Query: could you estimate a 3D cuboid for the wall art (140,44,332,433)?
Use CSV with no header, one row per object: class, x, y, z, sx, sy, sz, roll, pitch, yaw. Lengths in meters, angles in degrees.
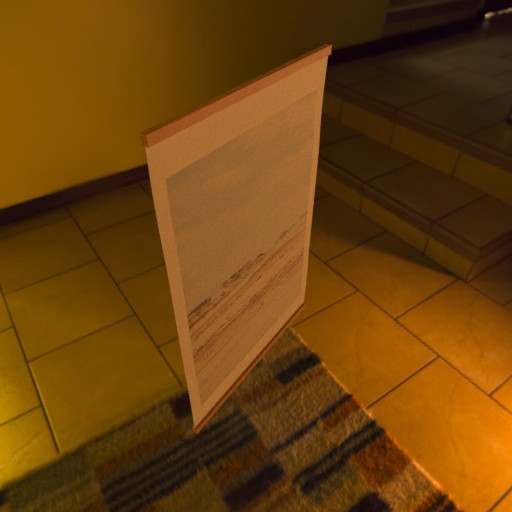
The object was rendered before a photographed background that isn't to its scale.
wall art,0.000,0.000,1.952,0.025,1.521,1.011,25,46,26
